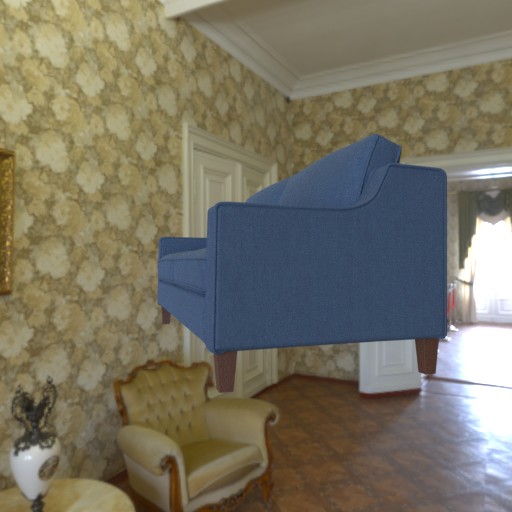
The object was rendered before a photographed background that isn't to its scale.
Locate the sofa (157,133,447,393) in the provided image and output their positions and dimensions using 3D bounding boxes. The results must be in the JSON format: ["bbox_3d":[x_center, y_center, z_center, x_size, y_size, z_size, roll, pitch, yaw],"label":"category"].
[{"bbox_3d":[0.000,0.000,2.801,1.066,1.071,2.178,0,-1,-18],"label":"sofa"}]
